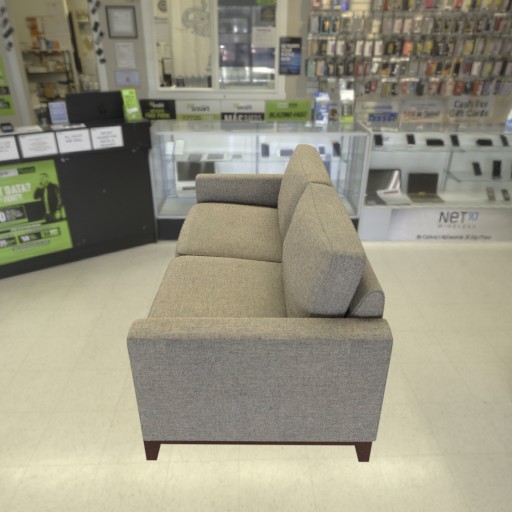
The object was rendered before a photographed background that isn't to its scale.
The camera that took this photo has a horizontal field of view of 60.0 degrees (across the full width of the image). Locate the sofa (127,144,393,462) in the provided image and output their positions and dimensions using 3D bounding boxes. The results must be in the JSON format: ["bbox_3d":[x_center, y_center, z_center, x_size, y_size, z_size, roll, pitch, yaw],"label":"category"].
[{"bbox_3d":[0.000,0.000,2.470,0.969,0.892,1.978,0,27,0],"label":"sofa"}]
